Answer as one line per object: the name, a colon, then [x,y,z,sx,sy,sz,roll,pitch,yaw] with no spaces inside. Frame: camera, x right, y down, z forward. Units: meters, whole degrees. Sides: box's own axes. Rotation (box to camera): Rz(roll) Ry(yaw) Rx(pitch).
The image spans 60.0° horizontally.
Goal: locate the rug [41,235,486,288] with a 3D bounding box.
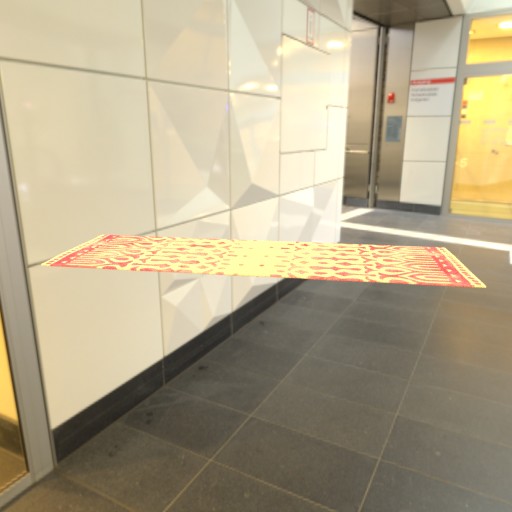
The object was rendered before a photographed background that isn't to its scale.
rug: [0.000,0.000,2.770,2.458,0.011,0.787,2,16,9]
